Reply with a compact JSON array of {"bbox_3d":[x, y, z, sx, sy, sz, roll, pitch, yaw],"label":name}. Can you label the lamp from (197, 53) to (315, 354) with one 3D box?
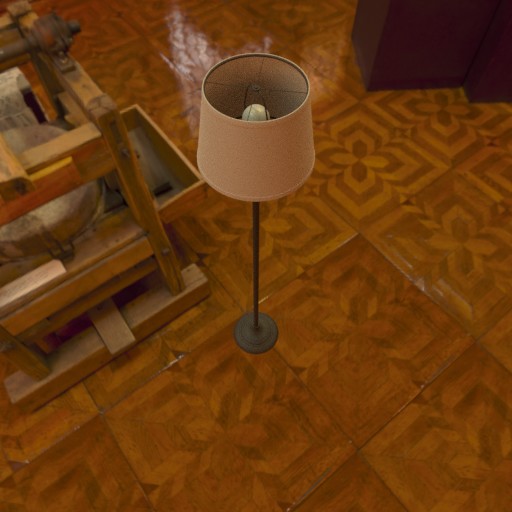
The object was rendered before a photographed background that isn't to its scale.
[{"bbox_3d":[0.000,0.000,1.677,0.327,1.506,0.327,-31,63,-18],"label":"lamp"}]
